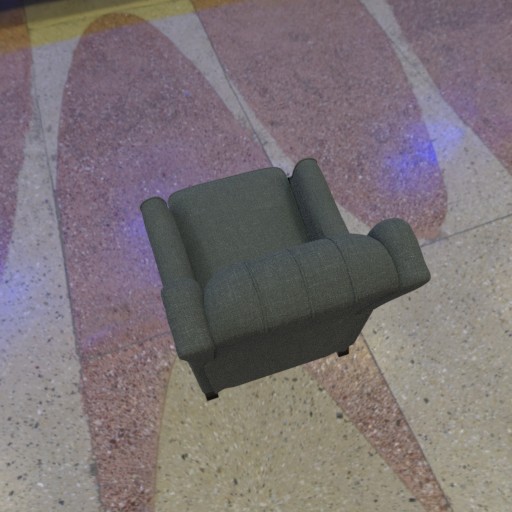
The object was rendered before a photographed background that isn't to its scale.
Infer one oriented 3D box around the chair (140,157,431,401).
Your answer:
[{"bbox_3d":[0.000,0.000,1.672,0.742,1.035,0.898,-16,62,-9],"label":"chair"}]
